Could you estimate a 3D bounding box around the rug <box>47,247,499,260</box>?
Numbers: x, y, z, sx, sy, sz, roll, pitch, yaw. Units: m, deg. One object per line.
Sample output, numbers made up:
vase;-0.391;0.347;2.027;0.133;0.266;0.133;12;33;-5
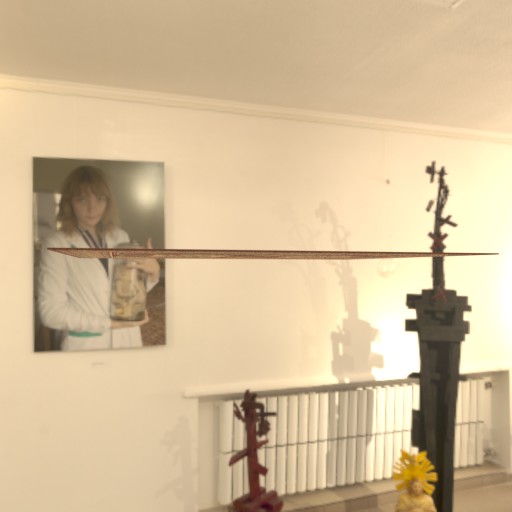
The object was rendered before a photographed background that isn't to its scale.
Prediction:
rug;0.000;0.000;4.081;3.197;0.013;2.381;0;-2;-18
